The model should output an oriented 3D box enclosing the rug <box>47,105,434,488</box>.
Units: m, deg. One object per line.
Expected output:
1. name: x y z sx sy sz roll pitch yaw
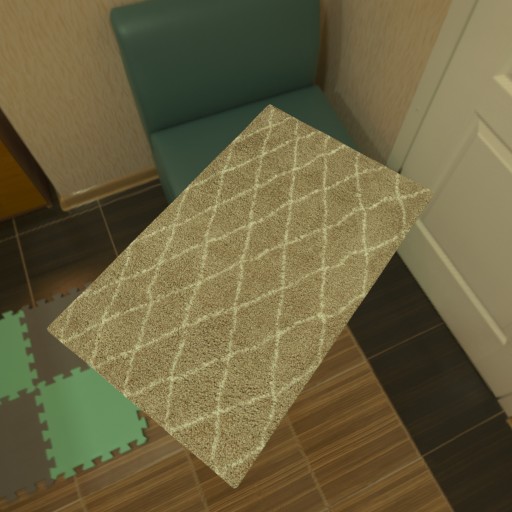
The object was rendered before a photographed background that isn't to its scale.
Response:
1. rug: 0.000 0.000 3.067 1.524 0.030 2.438 33 67 16
